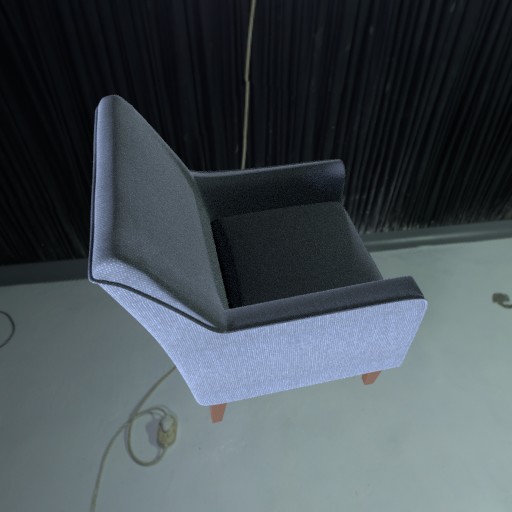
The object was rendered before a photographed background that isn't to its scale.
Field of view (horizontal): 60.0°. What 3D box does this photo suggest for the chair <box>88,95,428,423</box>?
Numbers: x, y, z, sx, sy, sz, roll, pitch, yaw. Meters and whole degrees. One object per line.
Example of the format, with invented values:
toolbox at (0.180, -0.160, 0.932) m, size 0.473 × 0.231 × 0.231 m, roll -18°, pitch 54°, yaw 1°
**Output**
chair at (0.000, 0.000, 1.567) m, size 0.899 × 0.919 × 0.780 m, roll -9°, pitch 48°, yaw -8°
